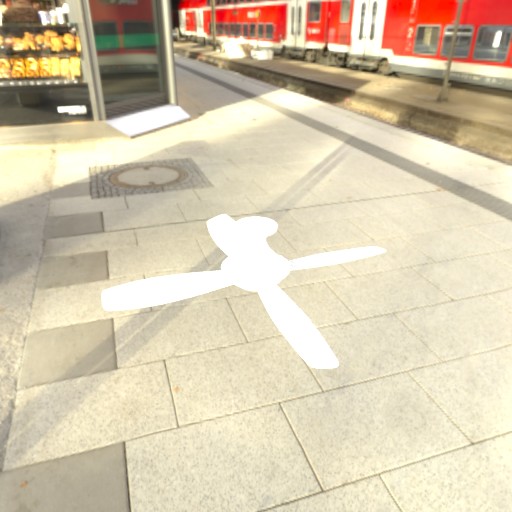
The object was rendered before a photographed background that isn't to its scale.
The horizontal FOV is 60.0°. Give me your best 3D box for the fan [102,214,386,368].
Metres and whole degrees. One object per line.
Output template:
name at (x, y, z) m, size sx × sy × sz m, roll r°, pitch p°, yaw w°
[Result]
fan at (0.000, 0.000, 2.496) m, size 1.693 × 0.382 × 1.694 m, roll -10°, pitch 30°, yaw -18°
